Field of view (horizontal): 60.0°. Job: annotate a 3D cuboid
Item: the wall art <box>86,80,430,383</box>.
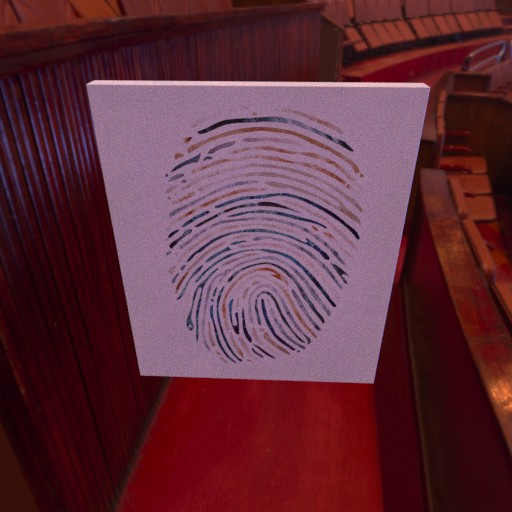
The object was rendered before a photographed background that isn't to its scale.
[{"bbox_3d":[0.000,0.000,0.824,0.508,0.606,0.037,1,31,2],"label":"wall art"}]
